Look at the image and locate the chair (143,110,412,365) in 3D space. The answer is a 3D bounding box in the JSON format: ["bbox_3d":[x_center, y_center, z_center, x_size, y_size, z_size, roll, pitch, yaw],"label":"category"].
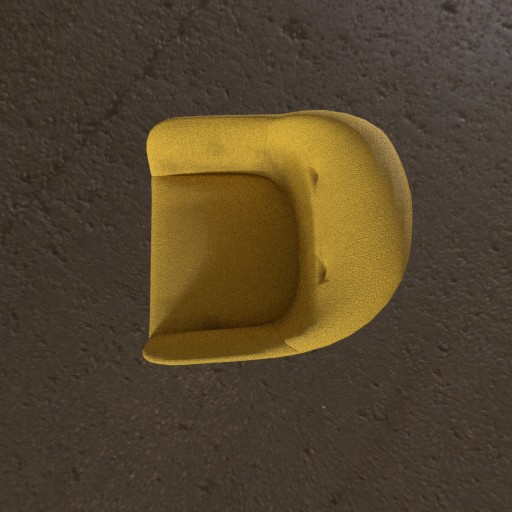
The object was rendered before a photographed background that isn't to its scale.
[{"bbox_3d":[0.000,0.000,1.157,0.565,0.775,0.545,-3,75,-1],"label":"chair"}]
